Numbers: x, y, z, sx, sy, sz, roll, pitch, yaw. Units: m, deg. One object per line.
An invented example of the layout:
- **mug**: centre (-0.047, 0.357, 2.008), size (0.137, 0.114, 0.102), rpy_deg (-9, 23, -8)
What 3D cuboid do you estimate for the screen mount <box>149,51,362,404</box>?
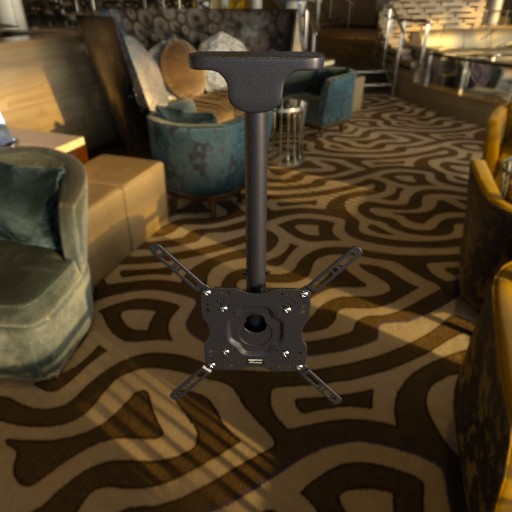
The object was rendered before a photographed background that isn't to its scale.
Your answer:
- **screen mount**: centre (0.000, 0.000, 0.874), size (0.393, 0.729, 0.090), rpy_deg (1, 30, 2)
